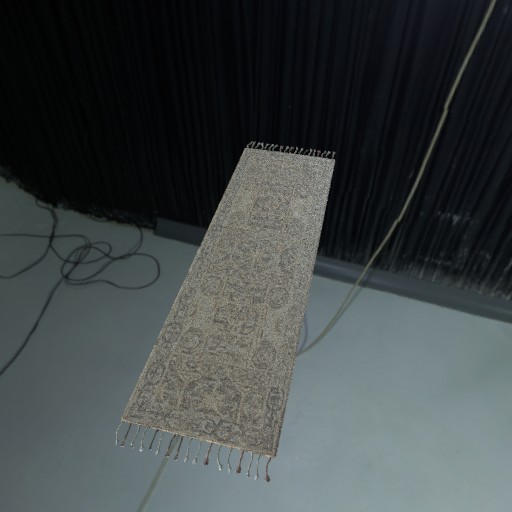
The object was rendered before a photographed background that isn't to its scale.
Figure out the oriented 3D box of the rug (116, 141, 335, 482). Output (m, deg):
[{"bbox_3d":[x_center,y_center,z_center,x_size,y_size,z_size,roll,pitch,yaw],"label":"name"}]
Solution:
[{"bbox_3d":[0.000,0.000,2.893,0.762,0.011,2.664,10,47,9],"label":"rug"}]
